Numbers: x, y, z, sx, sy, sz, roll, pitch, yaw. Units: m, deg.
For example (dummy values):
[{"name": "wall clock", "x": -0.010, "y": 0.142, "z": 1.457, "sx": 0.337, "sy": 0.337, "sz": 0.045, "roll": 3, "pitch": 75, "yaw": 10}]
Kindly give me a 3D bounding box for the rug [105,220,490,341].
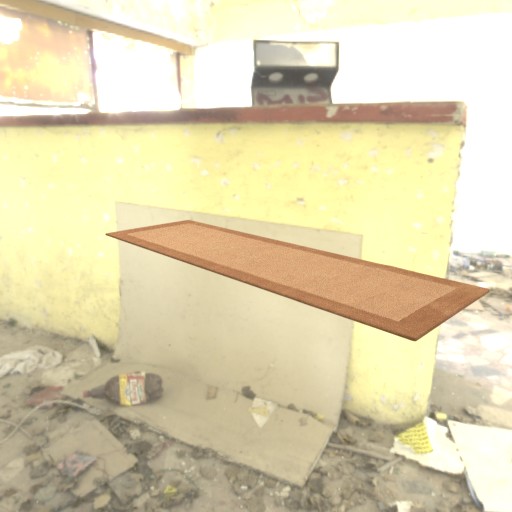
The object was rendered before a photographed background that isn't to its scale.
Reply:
[{"name": "rug", "x": 0.000, "y": 0.000, "z": 2.710, "sx": 0.764, "sy": 0.017, "sz": 2.439, "roll": -15, "pitch": 21, "yaw": -42}]
